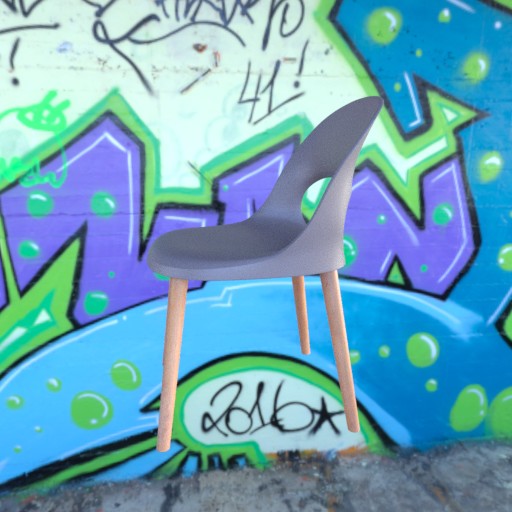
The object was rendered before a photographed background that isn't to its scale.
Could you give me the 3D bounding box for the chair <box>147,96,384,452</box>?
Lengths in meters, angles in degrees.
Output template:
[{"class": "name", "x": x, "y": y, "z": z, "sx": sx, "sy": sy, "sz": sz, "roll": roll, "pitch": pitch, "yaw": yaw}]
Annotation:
[{"class": "chair", "x": 0.000, "y": 0.000, "z": 1.162, "sx": 0.556, "sy": 0.795, "sz": 0.470, "roll": -2, "pitch": 14, "yaw": -10}]
